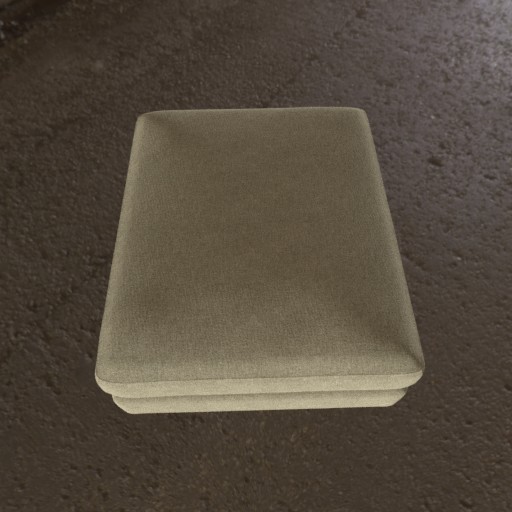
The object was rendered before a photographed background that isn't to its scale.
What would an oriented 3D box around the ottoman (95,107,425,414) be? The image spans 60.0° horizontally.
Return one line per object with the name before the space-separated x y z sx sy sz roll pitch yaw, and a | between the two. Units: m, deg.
ottoman | 0.000 0.000 1.259 0.693 0.474 0.821 -1 58 -1
